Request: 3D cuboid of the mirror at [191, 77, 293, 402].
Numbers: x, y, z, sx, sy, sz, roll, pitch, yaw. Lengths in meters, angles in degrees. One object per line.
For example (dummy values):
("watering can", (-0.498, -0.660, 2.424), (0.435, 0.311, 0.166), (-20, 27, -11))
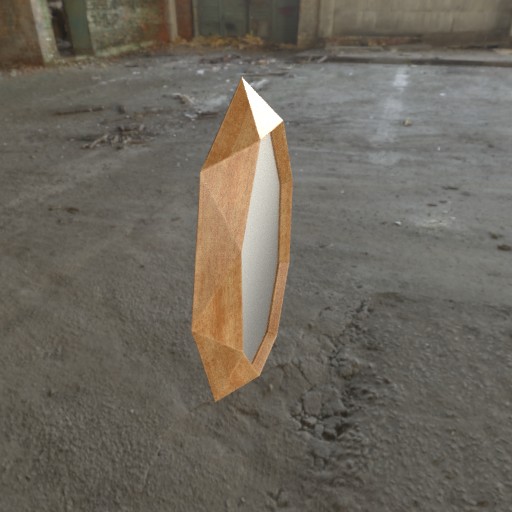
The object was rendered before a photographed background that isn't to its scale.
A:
("mirror", (0.000, 0.000, 1.026), (0.070, 0.774, 0.577), (9, 31, 16))
